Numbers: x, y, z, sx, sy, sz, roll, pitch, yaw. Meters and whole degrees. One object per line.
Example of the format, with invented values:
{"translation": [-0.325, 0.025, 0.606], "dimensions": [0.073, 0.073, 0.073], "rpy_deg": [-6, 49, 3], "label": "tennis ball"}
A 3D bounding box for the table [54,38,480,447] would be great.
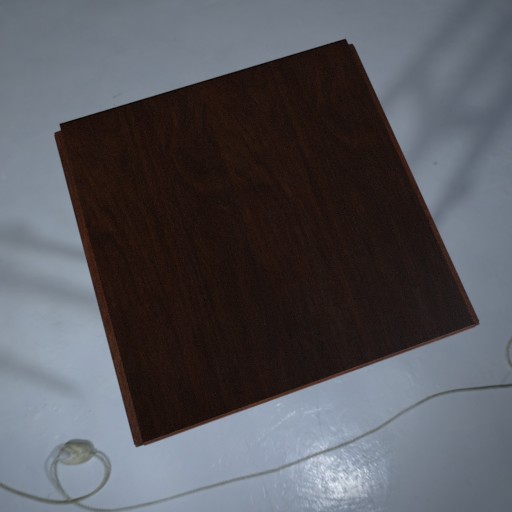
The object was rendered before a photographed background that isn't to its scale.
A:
{"translation": [0.000, 0.000, 1.440], "dimensions": [0.843, 0.763, 0.812], "rpy_deg": [-18, 77, -4], "label": "table"}
